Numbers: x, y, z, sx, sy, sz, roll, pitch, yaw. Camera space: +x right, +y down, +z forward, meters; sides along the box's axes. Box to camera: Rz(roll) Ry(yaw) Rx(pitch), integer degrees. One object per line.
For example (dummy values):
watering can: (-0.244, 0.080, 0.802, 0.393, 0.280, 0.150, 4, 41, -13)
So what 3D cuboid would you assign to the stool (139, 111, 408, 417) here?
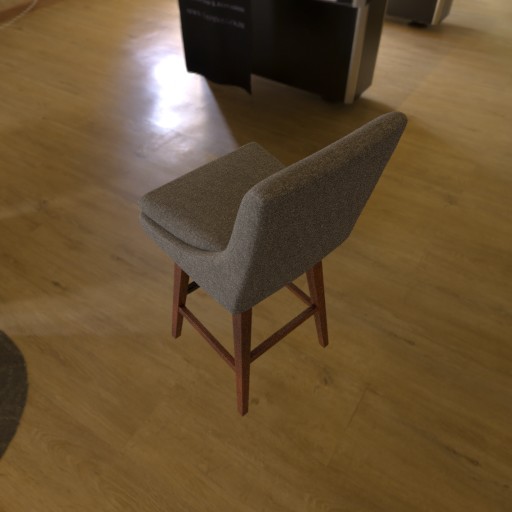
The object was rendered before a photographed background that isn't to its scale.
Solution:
stool: (0.000, 0.000, 1.404, 0.489, 1.068, 0.572, -33, 55, -26)
